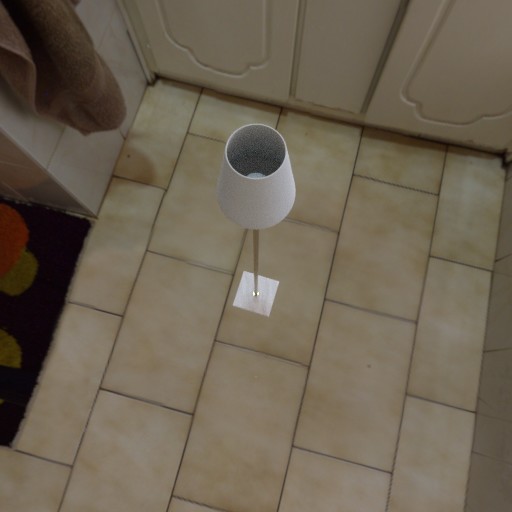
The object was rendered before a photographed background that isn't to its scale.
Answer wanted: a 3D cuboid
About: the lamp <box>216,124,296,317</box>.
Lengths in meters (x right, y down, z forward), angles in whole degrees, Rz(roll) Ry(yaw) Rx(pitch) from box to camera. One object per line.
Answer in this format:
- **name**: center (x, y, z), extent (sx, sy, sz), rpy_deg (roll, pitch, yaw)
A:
- **lamp**: center (0.000, 0.000, 1.879), extent (0.232, 1.813, 0.229), rpy_deg (17, 75, 4)
